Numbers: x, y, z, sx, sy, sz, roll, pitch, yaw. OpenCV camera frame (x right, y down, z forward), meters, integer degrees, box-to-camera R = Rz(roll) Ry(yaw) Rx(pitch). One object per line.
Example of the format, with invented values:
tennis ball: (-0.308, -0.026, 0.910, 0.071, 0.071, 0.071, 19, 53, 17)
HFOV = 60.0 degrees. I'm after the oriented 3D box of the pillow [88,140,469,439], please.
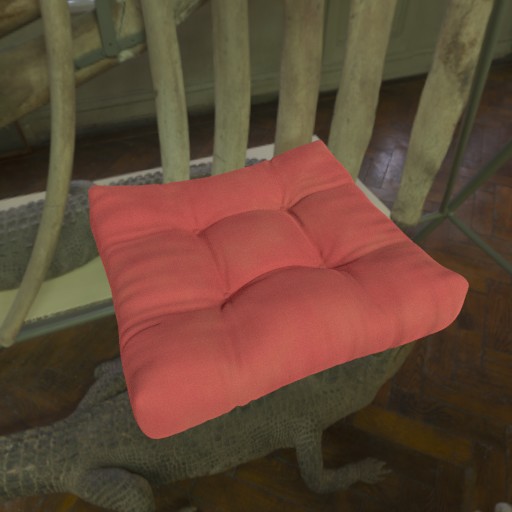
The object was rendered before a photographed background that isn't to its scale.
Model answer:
pillow: (0.000, 0.000, 0.741, 0.490, 0.128, 0.468, -16, 47, -16)
